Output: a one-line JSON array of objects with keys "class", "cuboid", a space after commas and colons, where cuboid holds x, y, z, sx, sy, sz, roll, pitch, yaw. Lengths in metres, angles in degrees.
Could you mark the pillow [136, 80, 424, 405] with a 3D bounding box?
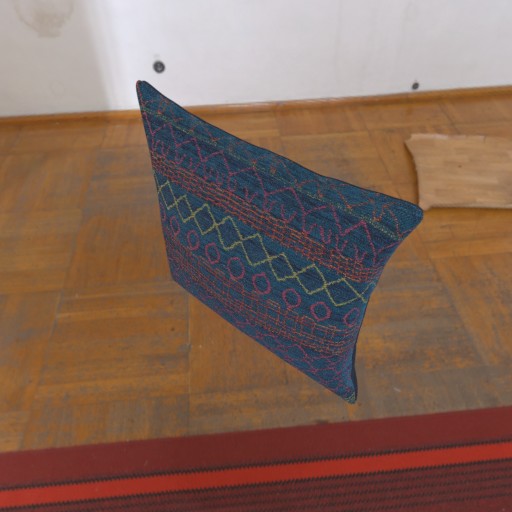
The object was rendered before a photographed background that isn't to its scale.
[{"class": "pillow", "cuboid": [0.000, 0.000, 0.678, 0.431, 0.431, 0.141, 31, 54, 26]}]
